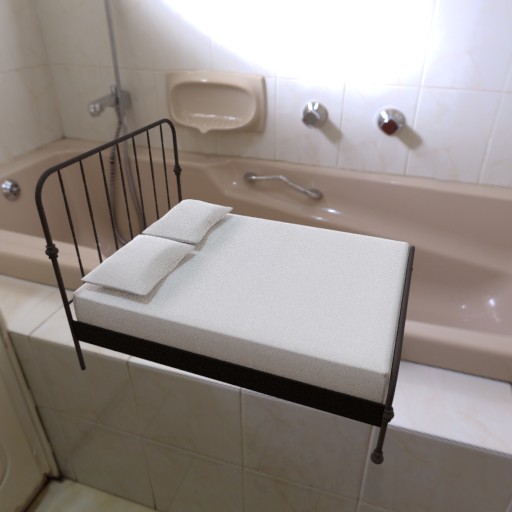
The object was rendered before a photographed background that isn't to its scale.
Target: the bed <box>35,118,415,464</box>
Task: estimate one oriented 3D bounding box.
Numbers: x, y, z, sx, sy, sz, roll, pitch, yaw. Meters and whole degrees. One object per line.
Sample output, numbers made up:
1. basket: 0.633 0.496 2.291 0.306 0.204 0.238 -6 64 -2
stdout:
1. bed: 0.000 0.000 3.113 2.134 1.446 1.616 11 32 18
